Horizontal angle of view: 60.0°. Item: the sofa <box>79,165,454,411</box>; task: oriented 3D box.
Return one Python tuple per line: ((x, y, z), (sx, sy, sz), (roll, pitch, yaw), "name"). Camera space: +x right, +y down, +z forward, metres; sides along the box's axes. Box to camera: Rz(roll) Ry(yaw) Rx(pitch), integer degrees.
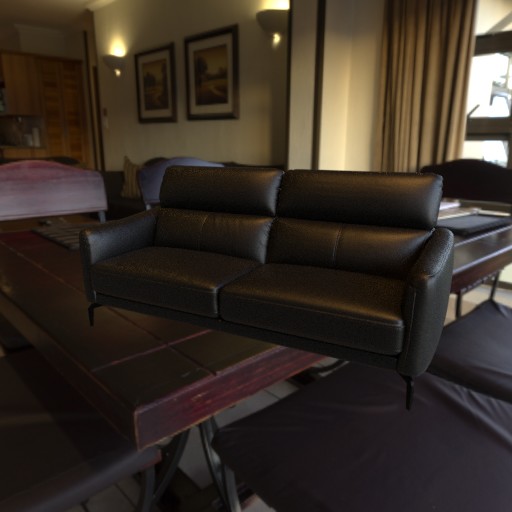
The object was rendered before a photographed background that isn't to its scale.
((0.000, 0.000, 2.560), (2.069, 0.957, 0.856), (8, 16, 27), "sofa")
